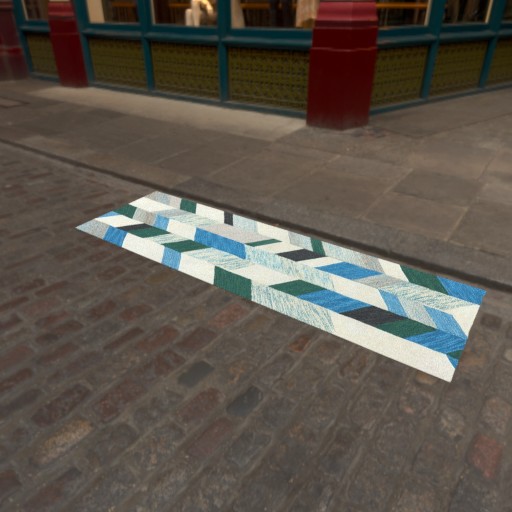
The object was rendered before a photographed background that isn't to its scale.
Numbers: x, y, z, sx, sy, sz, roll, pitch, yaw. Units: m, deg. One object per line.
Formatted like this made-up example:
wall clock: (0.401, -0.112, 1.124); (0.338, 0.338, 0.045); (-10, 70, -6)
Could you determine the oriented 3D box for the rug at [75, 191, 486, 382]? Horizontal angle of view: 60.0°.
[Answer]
rug: (0.000, 0.000, 2.663); (2.437, 0.008, 0.774); (19, 36, 29)
